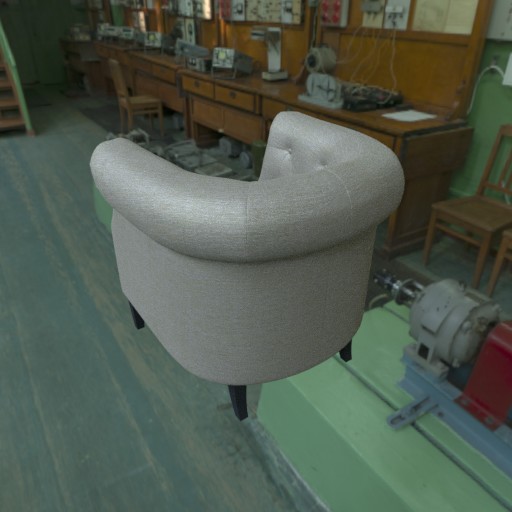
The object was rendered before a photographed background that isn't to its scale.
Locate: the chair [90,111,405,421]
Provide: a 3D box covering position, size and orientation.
[{"bbox_3d":[0.000,0.000,1.583,0.905,0.827,0.852,-19,35,-29],"label":"chair"}]
